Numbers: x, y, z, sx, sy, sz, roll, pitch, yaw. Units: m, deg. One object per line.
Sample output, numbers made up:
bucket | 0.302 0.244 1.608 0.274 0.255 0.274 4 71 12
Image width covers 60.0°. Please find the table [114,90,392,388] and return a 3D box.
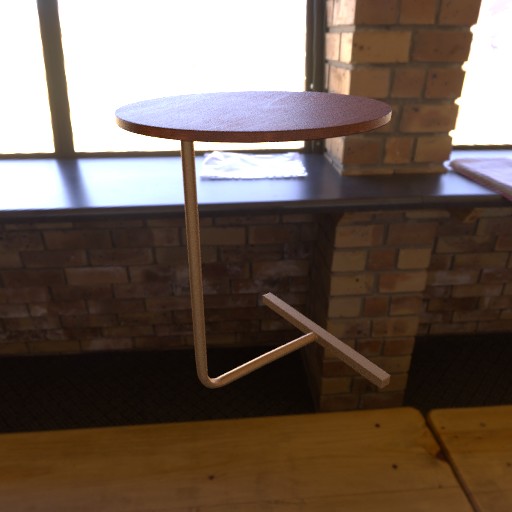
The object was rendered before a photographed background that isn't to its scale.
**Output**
table | 0.000 0.000 1.087 0.577 0.706 0.530 -18 32 -32
